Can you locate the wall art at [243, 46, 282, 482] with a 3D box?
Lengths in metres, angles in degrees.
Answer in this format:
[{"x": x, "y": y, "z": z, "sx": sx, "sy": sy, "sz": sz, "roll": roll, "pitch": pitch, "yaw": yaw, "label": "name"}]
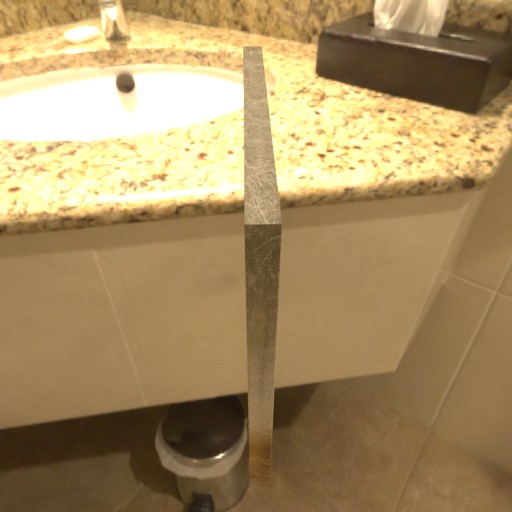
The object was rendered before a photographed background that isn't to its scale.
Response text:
[{"x": 0.000, "y": 0.000, "z": 0.877, "sx": 0.038, "sy": 0.610, "sz": 0.610, "roll": -1, "pitch": 41, "yaw": -1, "label": "wall art"}]
